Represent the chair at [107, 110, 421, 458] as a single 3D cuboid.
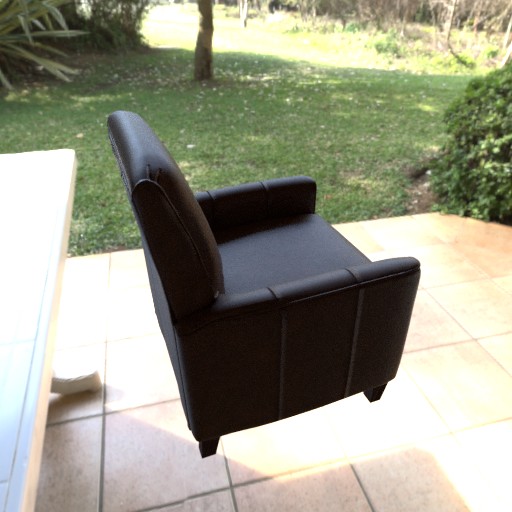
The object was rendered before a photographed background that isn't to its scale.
[{"bbox_3d":[0.000,0.000,1.600,0.850,1.010,0.839,-11,33,-18],"label":"chair"}]
